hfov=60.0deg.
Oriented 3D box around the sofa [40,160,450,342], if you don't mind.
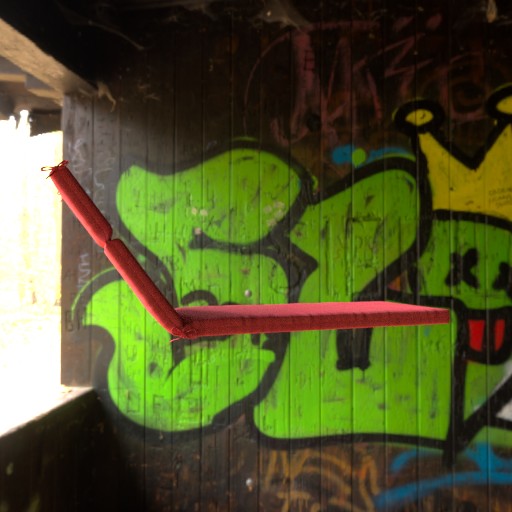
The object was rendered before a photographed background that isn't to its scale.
[{"bbox_3d":[0.000,0.000,1.951,1.663,0.622,0.582,0,-1,-19],"label":"sofa"}]
